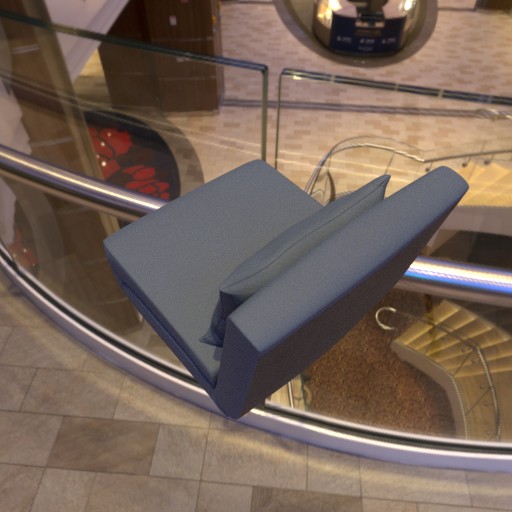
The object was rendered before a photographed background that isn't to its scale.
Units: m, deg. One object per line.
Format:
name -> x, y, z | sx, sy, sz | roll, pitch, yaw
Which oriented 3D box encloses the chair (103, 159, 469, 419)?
chair -> 0.000, 0.000, 1.518 | 0.770, 0.808, 0.900 | -33, 57, -26
